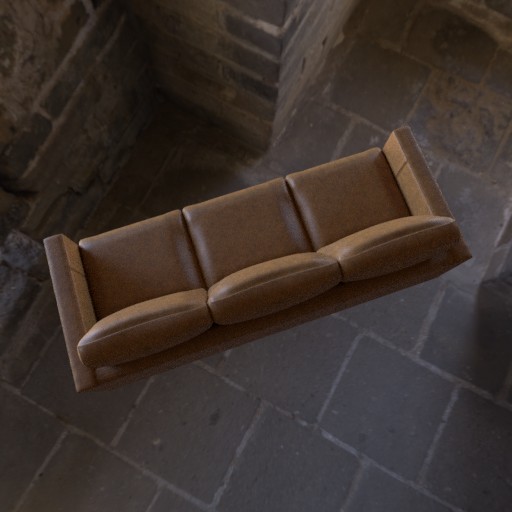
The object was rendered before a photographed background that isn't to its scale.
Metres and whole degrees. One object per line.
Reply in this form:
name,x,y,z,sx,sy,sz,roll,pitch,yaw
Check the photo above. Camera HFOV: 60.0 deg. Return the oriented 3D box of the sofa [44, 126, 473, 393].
sofa,0.000,0.000,2.671,2.231,0.930,0.903,-18,75,-5
